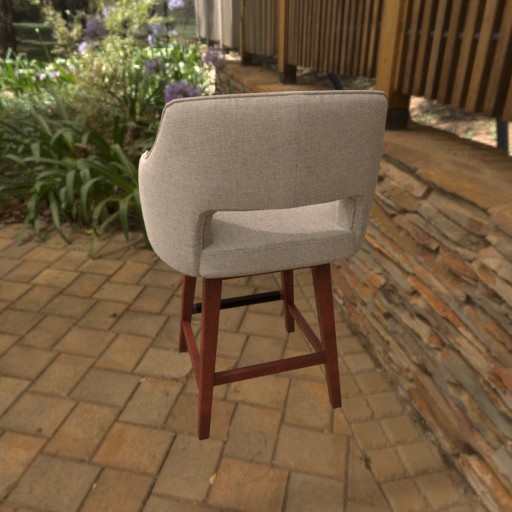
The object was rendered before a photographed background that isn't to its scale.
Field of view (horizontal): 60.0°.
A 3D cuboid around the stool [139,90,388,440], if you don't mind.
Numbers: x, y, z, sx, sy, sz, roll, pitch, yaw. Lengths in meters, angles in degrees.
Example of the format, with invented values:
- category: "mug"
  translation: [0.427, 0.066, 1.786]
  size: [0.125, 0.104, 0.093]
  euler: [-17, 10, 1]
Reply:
- category: "stool"
  translation: [0.000, 0.000, 1.274]
  size: [0.599, 0.944, 0.558]
  euler: [-8, 28, -15]
